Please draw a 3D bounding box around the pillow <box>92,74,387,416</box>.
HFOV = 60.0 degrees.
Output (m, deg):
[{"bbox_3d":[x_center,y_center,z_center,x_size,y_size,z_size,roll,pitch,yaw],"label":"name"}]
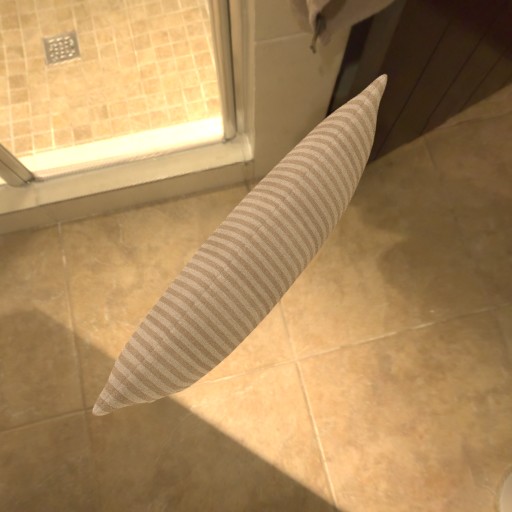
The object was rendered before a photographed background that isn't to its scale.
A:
[{"bbox_3d":[0.000,0.000,0.733,0.151,0.295,0.617,38,78,10],"label":"pillow"}]
